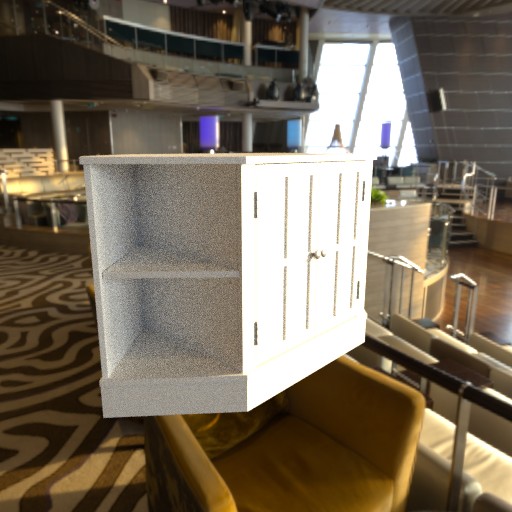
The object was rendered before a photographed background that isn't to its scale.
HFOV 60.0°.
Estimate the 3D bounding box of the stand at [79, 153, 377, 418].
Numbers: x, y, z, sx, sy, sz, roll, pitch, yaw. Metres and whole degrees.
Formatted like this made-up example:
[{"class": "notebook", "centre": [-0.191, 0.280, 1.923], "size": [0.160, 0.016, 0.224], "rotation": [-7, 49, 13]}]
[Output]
[{"class": "stand", "centre": [0.000, 0.000, 1.371], "size": [0.477, 0.614, 1.072], "rotation": [13, 18, 42]}]
